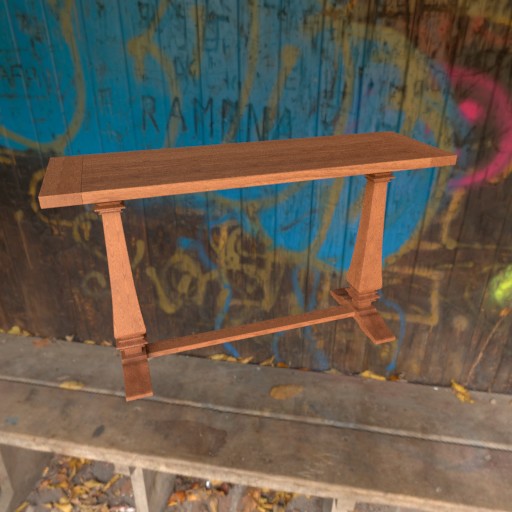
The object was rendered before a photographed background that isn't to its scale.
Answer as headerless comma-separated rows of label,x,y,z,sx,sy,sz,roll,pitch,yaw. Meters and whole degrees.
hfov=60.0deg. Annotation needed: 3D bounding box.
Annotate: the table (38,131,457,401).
table,0.000,0.000,1.877,1.478,0.852,0.461,-9,29,-16
